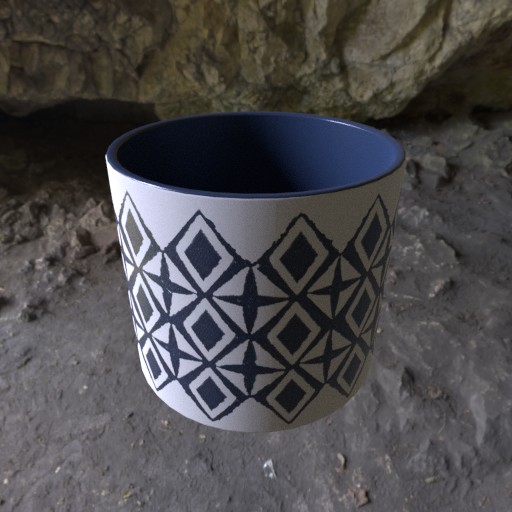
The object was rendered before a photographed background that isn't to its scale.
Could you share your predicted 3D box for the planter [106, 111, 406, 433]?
[{"bbox_3d":[0.000,0.000,0.318,0.182,0.165,0.182,0,30,0],"label":"planter"}]
